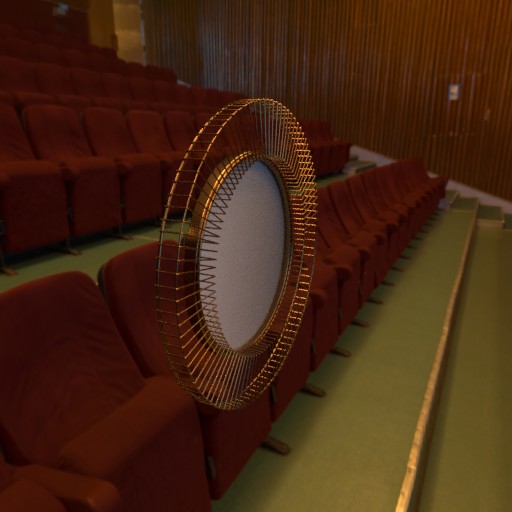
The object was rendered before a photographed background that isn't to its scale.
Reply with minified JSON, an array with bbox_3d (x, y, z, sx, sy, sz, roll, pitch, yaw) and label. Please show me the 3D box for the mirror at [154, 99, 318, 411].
[{"bbox_3d":[0.000,0.000,1.053,0.067,0.703,0.703,8,17,26],"label":"mirror"}]
